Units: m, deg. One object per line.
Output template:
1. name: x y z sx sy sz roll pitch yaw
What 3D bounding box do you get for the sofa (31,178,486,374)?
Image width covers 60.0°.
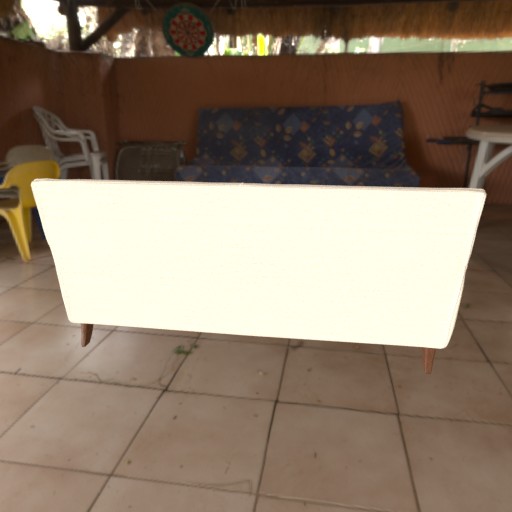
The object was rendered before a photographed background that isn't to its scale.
1. sofa: 0.000 0.000 2.430 2.001 0.907 0.841 3 17 8
